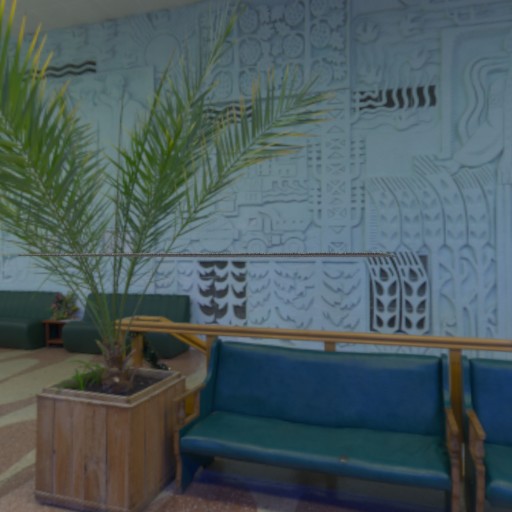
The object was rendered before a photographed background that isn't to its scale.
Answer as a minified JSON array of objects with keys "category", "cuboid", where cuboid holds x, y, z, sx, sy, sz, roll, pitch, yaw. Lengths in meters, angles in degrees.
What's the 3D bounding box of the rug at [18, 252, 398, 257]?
[{"category":"rug","cuboid":[0.000,0.000,4.102,2.434,0.013,3.057,0,0,19]}]
